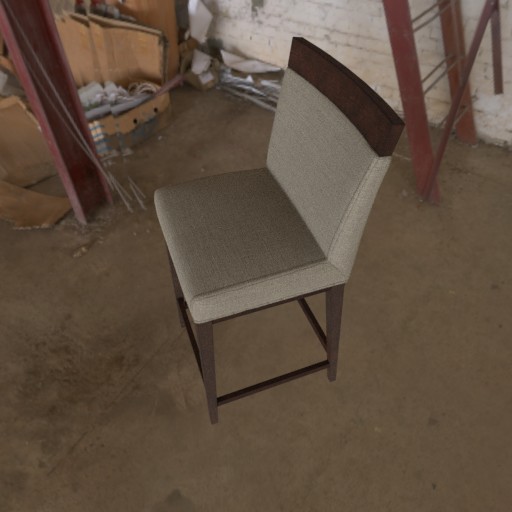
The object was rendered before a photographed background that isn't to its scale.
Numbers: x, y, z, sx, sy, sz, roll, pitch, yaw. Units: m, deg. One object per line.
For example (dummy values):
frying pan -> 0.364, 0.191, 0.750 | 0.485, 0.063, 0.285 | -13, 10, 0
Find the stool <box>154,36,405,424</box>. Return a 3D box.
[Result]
stool -> 0.000, 0.000, 1.419 | 0.531, 1.117, 0.511 | -15, 48, -14
